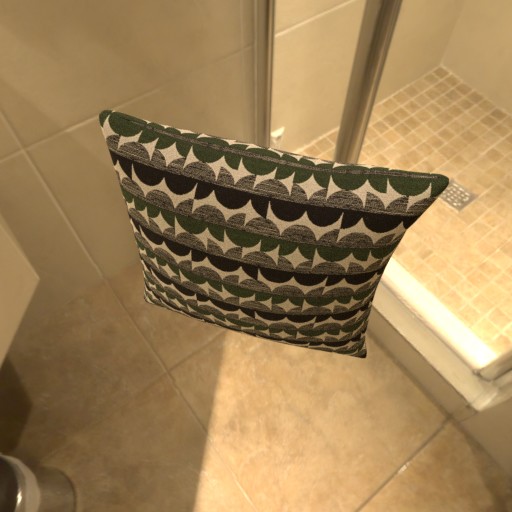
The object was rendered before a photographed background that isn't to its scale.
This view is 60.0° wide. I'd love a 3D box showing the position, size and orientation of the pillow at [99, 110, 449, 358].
[{"bbox_3d":[0.000,0.000,0.658,0.419,0.404,0.180,13,59,8],"label":"pillow"}]
